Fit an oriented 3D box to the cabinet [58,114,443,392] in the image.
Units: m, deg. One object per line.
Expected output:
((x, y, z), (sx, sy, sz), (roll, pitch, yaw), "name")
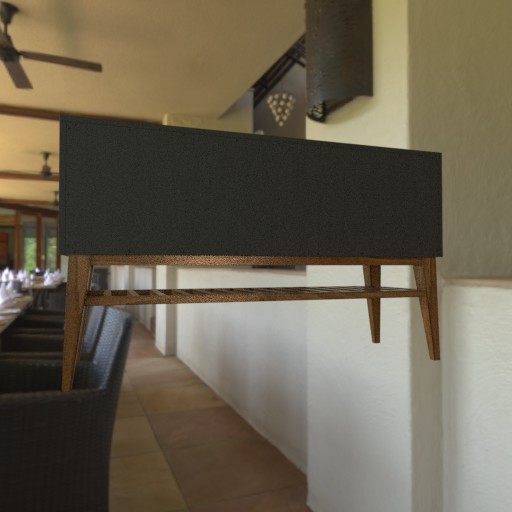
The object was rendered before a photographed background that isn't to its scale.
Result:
((0.000, 0.000, 1.720), (1.363, 0.802, 0.477), (0, -1, -19), "cabinet")
